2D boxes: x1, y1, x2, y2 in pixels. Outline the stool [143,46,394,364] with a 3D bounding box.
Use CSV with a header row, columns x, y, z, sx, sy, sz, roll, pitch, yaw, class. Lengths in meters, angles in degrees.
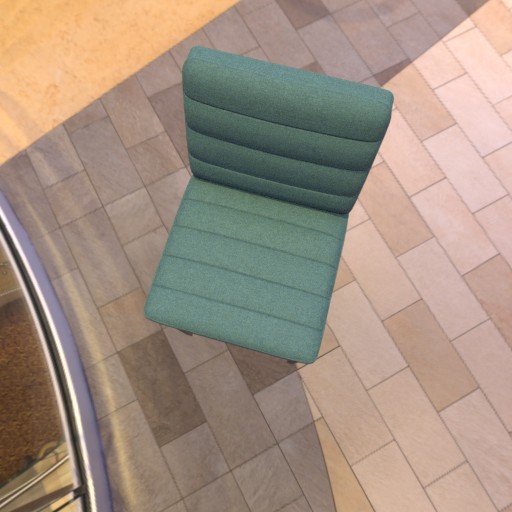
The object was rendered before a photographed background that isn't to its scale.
x,y,z,sx,sy,sz,roll,pitch,yaw,class
0.000,0.000,1.341,0.460,1.040,0.560,15,75,4,stool
